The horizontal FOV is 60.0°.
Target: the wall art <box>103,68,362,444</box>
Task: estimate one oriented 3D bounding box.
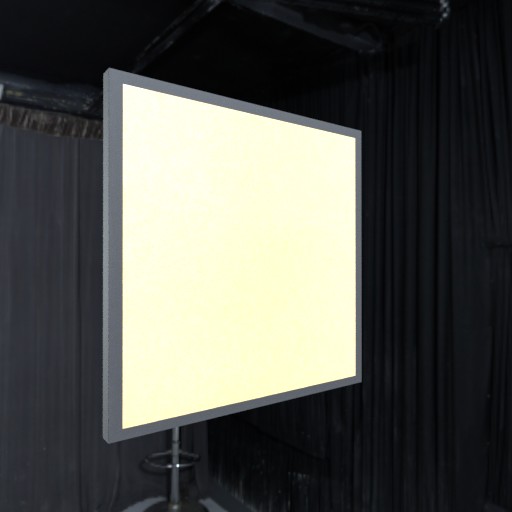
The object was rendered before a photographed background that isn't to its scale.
[{"bbox_3d":[0.000,0.000,1.134,0.762,0.760,0.037,0,0,-36],"label":"wall art"}]
